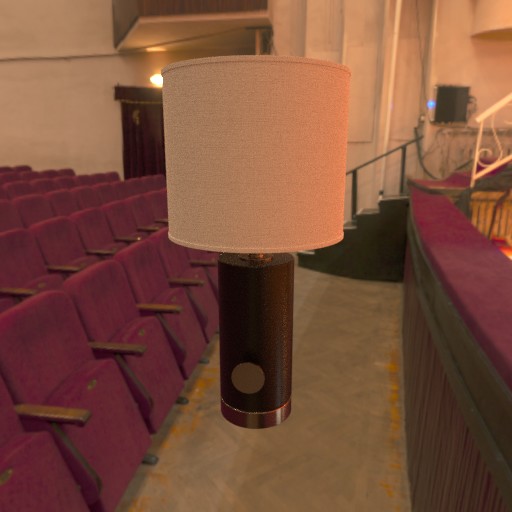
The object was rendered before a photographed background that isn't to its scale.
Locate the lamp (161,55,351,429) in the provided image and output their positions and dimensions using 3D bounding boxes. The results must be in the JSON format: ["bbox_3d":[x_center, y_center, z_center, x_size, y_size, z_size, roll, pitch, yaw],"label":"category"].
[{"bbox_3d":[0.000,0.000,0.628,0.241,0.482,0.240,2,14,8],"label":"lamp"}]
